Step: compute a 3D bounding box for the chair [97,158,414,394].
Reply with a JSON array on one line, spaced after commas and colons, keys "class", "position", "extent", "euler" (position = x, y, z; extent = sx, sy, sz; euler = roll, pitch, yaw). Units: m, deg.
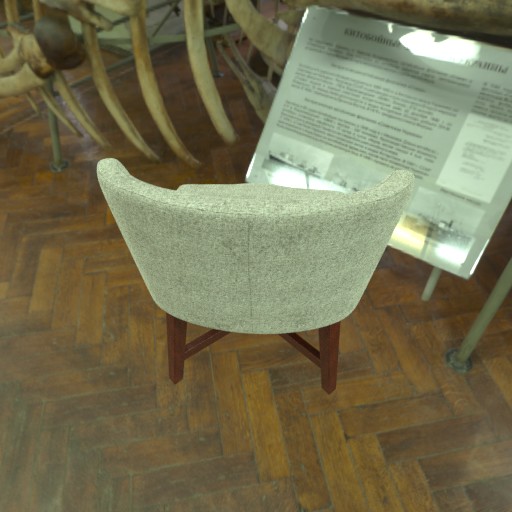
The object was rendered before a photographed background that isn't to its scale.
[{"class": "chair", "position": [0.000, 0.000, 1.339], "extent": [0.728, 0.827, 0.575], "euler": [3, 46, 3]}]
